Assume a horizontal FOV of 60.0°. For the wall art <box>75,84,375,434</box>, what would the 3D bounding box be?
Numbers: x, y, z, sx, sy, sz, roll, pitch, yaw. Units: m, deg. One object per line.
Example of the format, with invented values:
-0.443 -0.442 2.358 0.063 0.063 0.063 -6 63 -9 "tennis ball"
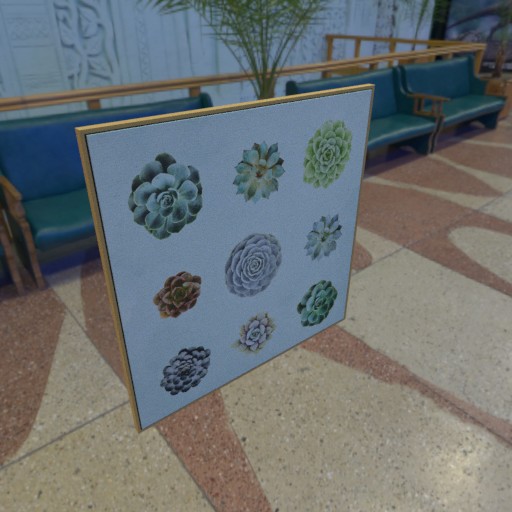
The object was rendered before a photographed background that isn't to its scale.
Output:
0.000 0.000 0.681 0.457 0.455 0.013 -21 36 -32 "wall art"
